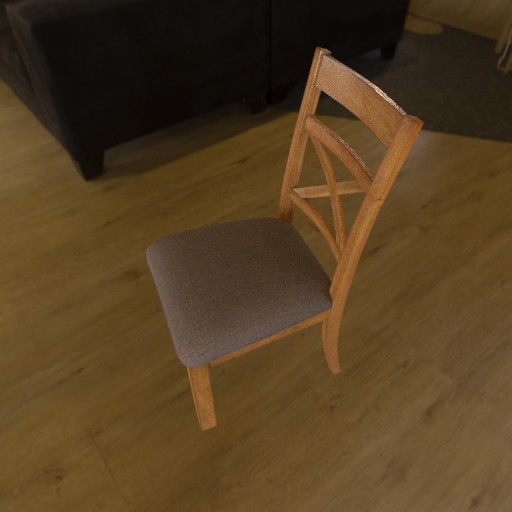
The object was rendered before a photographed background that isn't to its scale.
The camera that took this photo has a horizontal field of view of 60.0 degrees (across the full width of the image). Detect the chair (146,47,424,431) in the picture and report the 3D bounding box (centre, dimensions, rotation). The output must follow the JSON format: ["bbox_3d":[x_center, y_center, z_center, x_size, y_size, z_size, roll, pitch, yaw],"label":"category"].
[{"bbox_3d":[0.000,0.000,1.271,0.581,0.949,0.470,-16,48,-15],"label":"chair"}]
